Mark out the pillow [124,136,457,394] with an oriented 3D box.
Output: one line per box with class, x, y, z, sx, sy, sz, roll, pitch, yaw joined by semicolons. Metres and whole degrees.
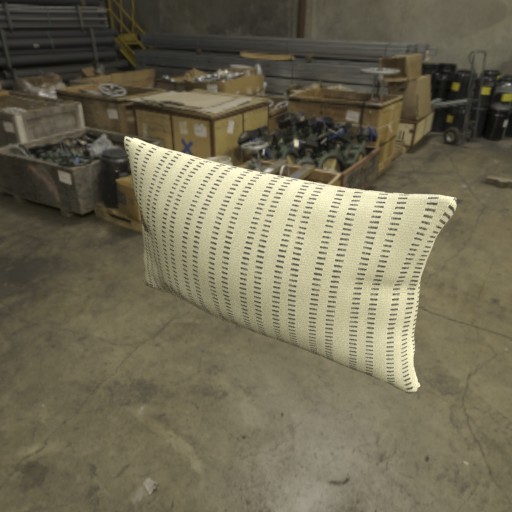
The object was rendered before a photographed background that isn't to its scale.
pillow;0.000;0.000;0.812;0.640;0.353;0.210;17;33;28
